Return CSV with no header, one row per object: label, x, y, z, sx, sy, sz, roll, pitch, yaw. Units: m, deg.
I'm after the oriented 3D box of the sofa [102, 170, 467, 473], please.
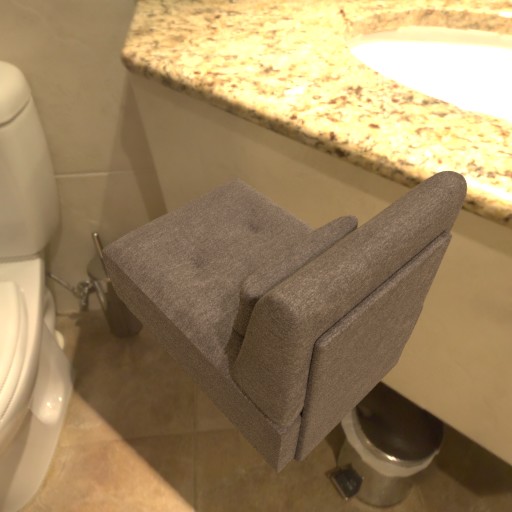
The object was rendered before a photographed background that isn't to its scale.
sofa,0.000,0.000,1.517,0.700,0.820,1.000,-33,54,-28
